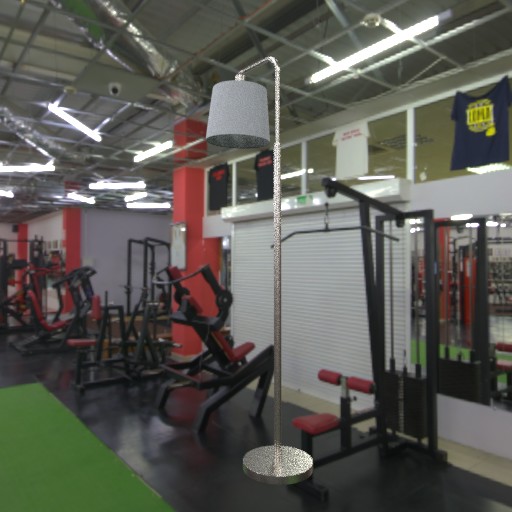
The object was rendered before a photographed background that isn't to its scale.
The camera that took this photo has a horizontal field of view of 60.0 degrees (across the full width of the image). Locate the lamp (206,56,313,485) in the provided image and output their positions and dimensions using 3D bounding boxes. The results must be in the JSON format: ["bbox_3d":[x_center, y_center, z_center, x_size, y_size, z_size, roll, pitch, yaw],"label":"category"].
[{"bbox_3d":[0.000,0.000,1.665,0.254,1.478,0.508,1,-1,-36],"label":"lamp"}]
